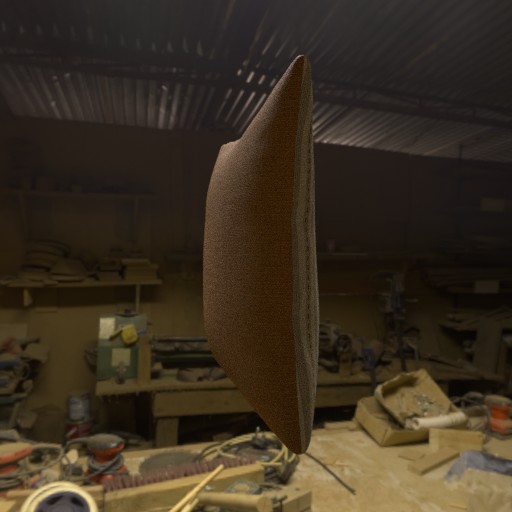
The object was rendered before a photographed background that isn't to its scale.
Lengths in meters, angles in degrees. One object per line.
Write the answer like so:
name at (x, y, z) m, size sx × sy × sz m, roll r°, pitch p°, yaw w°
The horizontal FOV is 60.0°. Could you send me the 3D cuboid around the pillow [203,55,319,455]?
pillow at (0.000, 0.000, 0.678) m, size 0.147 × 0.437 × 0.432 m, roll 0°, pitch -1°, yaw -16°
